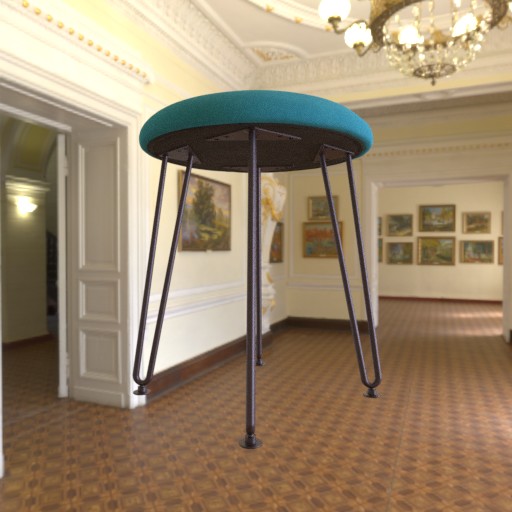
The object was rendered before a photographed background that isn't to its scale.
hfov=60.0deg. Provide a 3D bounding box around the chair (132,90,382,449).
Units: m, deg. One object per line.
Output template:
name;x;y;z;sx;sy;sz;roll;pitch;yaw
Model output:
chair;0.000;0.000;0.687;0.350;0.430;0.350;0;1;35
